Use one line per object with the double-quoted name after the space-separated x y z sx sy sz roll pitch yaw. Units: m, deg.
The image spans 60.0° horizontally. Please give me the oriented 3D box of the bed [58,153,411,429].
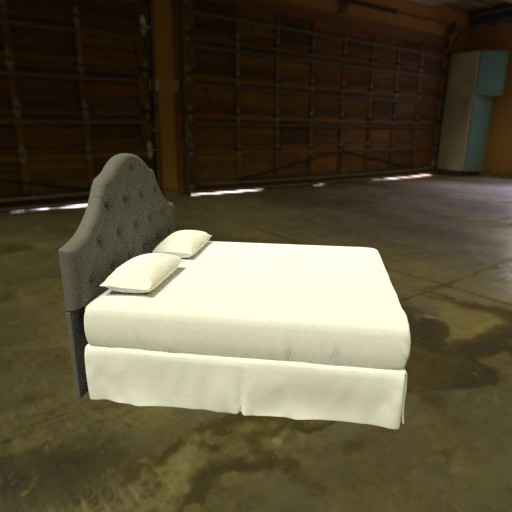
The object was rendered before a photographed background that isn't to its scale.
0.000 0.000 3.614 2.214 1.615 2.008 2 16 9 "bed"
